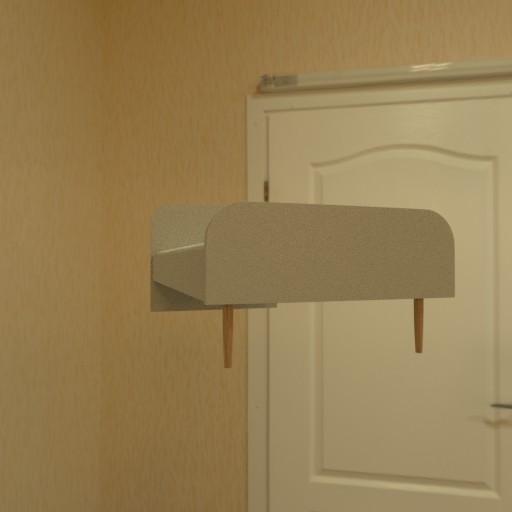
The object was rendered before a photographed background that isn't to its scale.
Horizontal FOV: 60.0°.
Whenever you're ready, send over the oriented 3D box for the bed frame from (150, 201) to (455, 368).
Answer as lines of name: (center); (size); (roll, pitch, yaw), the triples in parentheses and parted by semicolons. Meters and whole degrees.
bed frame: (0.000, 0.000, 2.520); (0.998, 0.805, 1.963); (0, -1, -18)
